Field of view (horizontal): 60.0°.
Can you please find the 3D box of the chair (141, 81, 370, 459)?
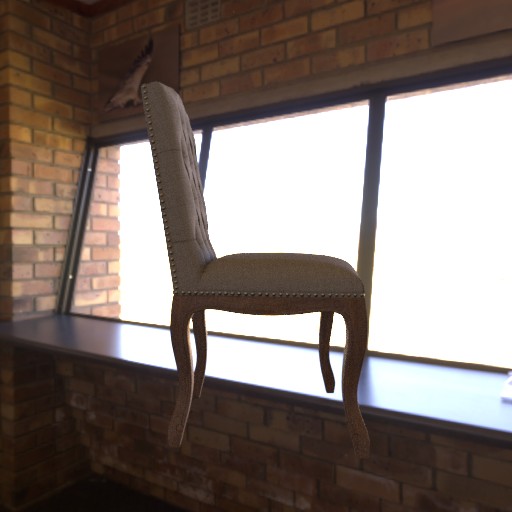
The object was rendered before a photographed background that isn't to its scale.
[{"bbox_3d":[0.000,0.000,1.616,0.731,1.191,0.637,0,1,0],"label":"chair"}]
